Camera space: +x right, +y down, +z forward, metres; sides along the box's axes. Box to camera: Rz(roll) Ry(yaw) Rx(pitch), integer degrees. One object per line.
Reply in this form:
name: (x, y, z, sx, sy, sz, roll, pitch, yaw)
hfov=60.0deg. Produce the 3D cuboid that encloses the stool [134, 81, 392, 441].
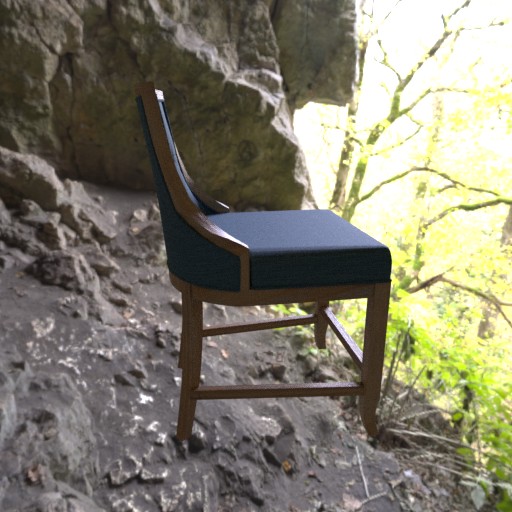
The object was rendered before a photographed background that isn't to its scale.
stool: (0.000, 0.000, 1.319, 0.626, 0.938, 0.524, -3, 18, -9)
